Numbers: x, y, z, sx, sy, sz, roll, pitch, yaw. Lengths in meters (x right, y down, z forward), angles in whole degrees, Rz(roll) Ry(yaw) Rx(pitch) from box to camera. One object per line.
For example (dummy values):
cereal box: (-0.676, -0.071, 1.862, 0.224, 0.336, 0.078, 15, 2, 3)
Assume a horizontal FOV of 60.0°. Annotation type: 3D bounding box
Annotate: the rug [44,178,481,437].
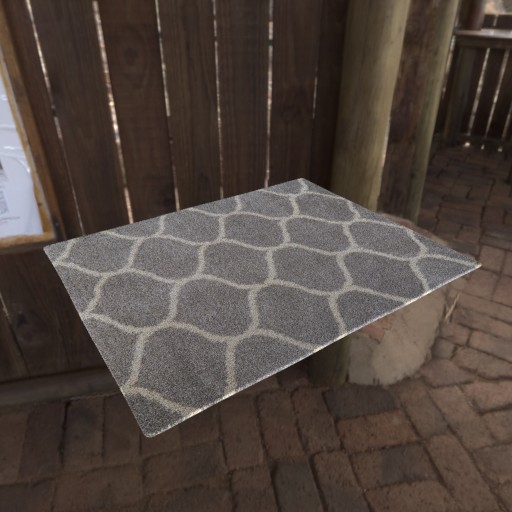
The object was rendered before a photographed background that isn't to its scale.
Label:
rug: (0.000, 0.000, 3.856, 3.000, 0.026, 2.399, -19, 36, -29)
